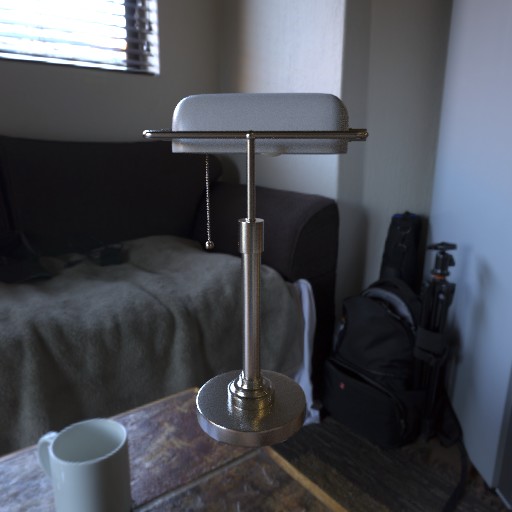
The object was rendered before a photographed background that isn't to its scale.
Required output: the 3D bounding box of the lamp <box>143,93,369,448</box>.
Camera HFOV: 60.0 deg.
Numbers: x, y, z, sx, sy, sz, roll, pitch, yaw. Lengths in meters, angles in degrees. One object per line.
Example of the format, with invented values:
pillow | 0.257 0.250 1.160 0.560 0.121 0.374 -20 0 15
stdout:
lamp | 0.000 0.000 0.574 0.269 0.404 0.227 2 15 8
